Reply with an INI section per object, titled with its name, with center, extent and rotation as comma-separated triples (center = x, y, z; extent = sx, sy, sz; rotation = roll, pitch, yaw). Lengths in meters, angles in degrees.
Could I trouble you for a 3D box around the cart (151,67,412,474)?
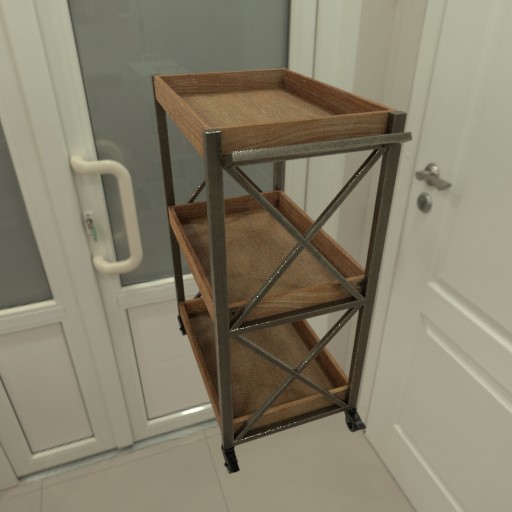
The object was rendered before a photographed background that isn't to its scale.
[cart]
center = 0.000, 0.000, 1.171
extent = 0.377, 0.835, 0.673
rotation = -11, 33, -17
